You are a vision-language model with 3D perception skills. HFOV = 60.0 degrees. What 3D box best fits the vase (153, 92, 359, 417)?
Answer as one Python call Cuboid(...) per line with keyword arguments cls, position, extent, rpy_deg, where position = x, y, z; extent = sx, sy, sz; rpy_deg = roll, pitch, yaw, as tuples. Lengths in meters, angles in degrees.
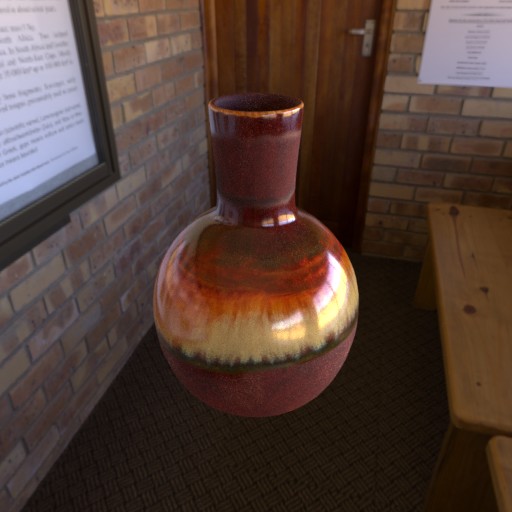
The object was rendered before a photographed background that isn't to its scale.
Cuboid(cls="vase", position=(0.000, 0.000, 0.230), extent=(0.111, 0.154, 0.111), rpy_deg=(0, 31, 0))
